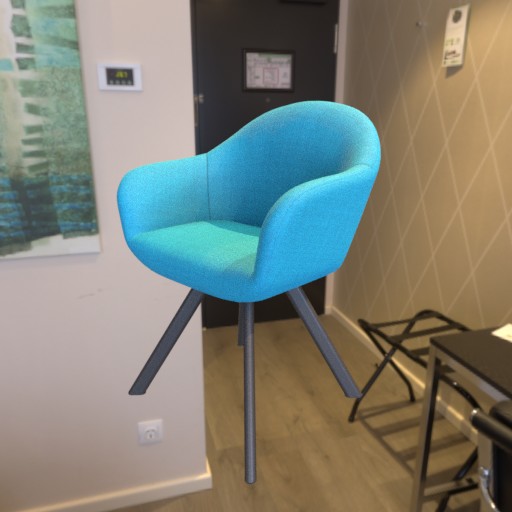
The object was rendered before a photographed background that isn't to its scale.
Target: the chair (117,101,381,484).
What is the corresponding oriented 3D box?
[{"bbox_3d":[0.000,0.000,1.177,0.590,0.795,0.550,15,22,42],"label":"chair"}]
